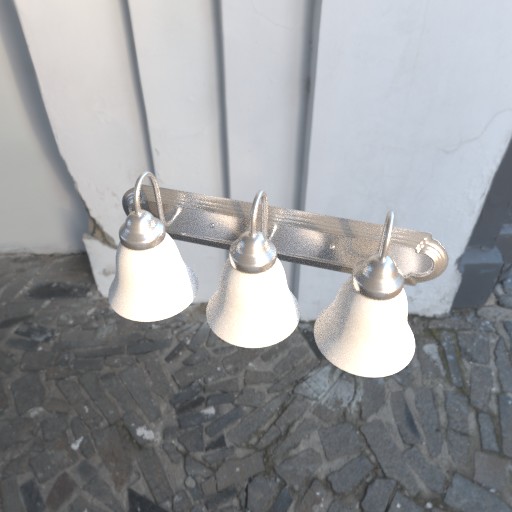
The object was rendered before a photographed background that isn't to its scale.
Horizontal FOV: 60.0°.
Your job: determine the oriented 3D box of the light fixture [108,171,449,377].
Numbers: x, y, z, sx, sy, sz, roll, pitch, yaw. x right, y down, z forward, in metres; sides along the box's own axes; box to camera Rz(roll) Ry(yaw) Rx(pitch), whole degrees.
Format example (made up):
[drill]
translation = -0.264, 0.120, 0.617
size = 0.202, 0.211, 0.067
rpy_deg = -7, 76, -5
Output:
[light fixture]
translation = 0.000, 0.000, 0.719
size = 0.610, 0.222, 0.199
rpy_deg = 11, 42, 13
